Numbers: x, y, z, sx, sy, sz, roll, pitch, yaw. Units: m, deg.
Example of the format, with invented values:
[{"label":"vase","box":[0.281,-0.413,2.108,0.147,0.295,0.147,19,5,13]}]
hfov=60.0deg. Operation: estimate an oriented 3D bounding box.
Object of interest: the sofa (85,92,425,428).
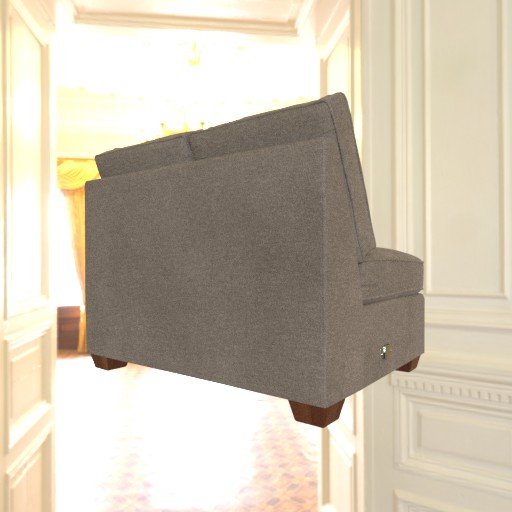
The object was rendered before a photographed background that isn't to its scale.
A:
[{"label":"sofa","box":[0.000,0.000,1.991,1.237,1.008,0.951,0,0,38]}]
